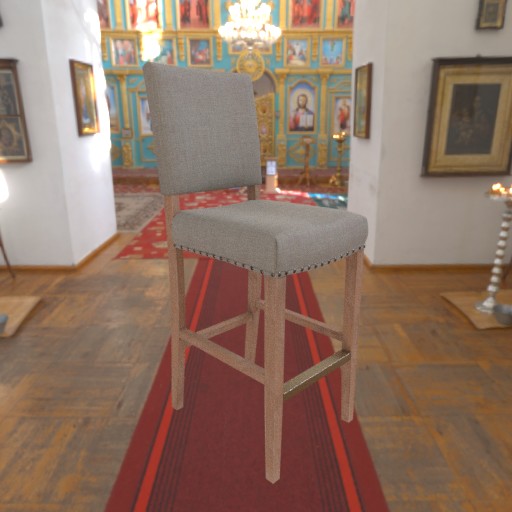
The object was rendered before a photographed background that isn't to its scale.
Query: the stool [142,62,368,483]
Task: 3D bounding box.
[{"bbox_3d":[0.000,0.000,1.478,0.585,1.203,0.445,15,22,42],"label":"stool"}]
